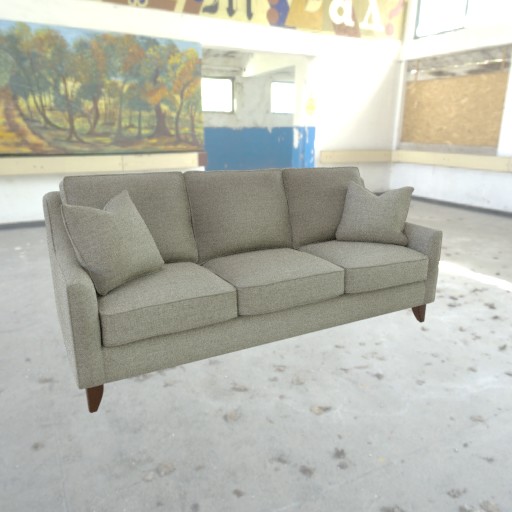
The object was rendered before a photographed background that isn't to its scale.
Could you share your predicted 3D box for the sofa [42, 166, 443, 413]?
[{"bbox_3d":[0.000,0.000,2.444,2.031,0.914,0.865,-8,18,-26],"label":"sofa"}]
